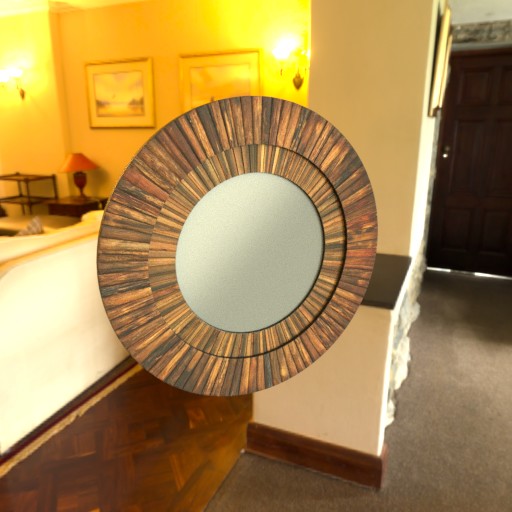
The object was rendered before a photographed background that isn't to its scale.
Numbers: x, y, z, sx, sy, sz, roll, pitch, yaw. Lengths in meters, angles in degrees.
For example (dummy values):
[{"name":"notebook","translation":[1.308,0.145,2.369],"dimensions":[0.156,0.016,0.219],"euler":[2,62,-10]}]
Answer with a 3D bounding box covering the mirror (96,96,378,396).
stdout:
[{"name":"mirror","translation":[0.000,0.000,1.583],"dimensions":[1.077,1.077,0.036],"euler":[-7,17,-25]}]
